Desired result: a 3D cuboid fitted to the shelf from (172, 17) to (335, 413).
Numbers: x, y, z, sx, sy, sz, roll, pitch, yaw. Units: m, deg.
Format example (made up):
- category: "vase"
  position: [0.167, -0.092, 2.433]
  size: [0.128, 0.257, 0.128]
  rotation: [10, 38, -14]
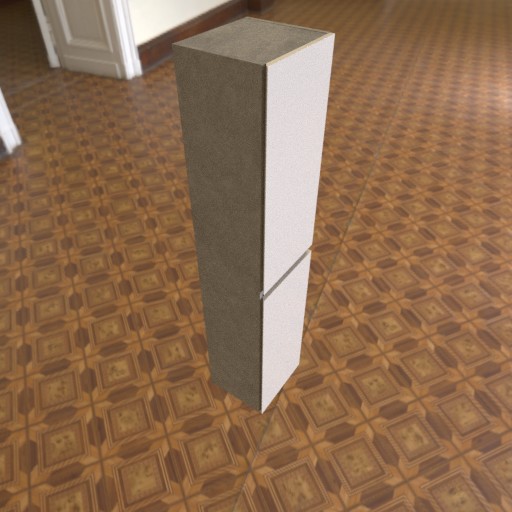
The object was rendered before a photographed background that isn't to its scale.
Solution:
- category: "shelf"
  position: [0.000, 0.000, 1.531]
  size: [0.270, 1.400, 0.300]
  rotation: [25, 47, 26]
